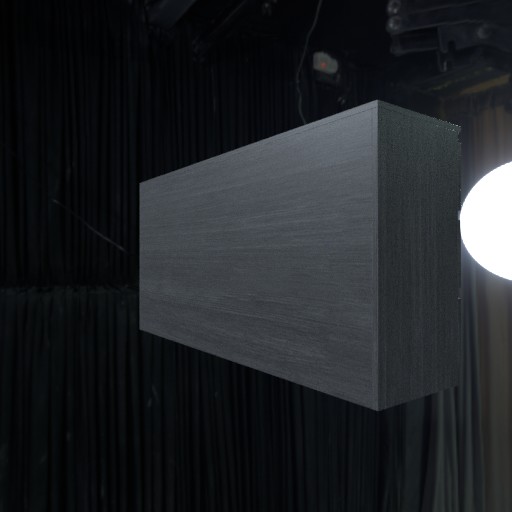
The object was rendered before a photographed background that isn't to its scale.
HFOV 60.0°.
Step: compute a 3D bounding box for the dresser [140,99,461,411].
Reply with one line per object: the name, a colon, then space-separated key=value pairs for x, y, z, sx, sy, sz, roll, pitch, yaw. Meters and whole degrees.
dresser: x=0.000 y=0.000 z=1.889 sx=0.400 sy=0.795 sz=1.590 roll=0 pitch=0 yaw=-36
